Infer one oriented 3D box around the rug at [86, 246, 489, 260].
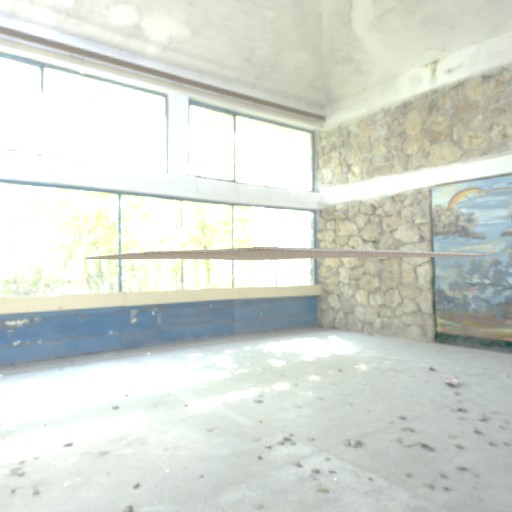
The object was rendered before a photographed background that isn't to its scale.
[{"bbox_3d":[0.000,0.000,2.944,1.596,0.030,2.283,1,-2,-36],"label":"rug"}]
